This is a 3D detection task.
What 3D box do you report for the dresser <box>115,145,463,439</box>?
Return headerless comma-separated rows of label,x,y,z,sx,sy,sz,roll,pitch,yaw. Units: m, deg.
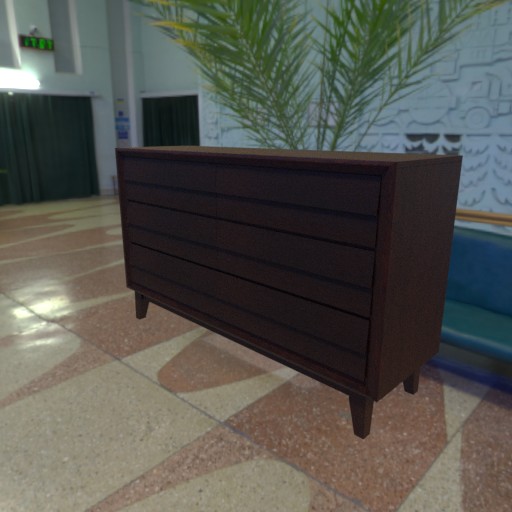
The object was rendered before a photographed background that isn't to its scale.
dresser,0.000,0.000,2.101,1.609,0.971,0.499,15,22,42
